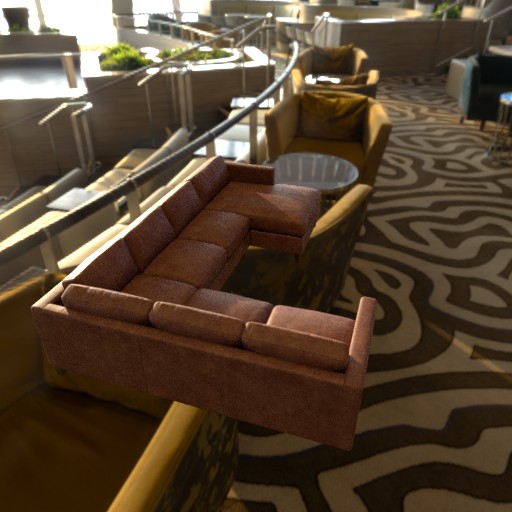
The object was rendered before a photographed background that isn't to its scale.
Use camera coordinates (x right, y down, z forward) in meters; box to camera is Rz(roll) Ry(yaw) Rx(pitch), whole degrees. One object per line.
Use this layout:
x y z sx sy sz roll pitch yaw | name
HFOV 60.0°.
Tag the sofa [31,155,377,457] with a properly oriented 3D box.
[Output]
0.000 0.000 4.449 2.452 0.888 3.324 10 34 16 | sofa
